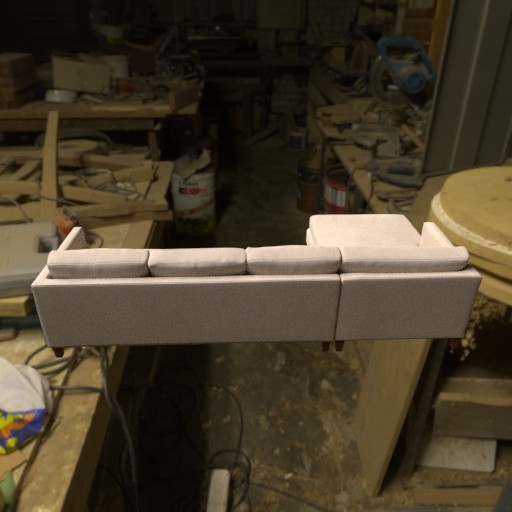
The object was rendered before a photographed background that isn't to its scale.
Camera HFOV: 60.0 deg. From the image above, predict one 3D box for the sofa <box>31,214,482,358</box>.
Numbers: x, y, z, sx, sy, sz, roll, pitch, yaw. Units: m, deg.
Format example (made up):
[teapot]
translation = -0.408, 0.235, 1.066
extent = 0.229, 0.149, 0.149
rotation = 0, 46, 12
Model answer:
[sofa]
translation = 0.000, 0.000, 3.915
extent = 3.186, 0.846, 1.625
rotation = -1, 30, -2
